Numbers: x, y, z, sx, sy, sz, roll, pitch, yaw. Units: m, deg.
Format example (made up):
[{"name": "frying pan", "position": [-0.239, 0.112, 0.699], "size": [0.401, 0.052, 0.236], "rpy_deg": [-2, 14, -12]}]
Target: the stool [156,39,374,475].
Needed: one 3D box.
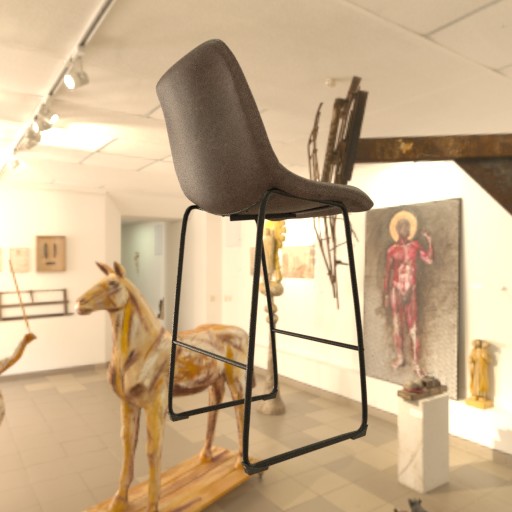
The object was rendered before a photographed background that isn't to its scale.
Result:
[{"name": "stool", "position": [0.000, 0.000, 1.382], "size": [0.561, 1.082, 0.514], "rpy_deg": [0, 0, -35]}]
